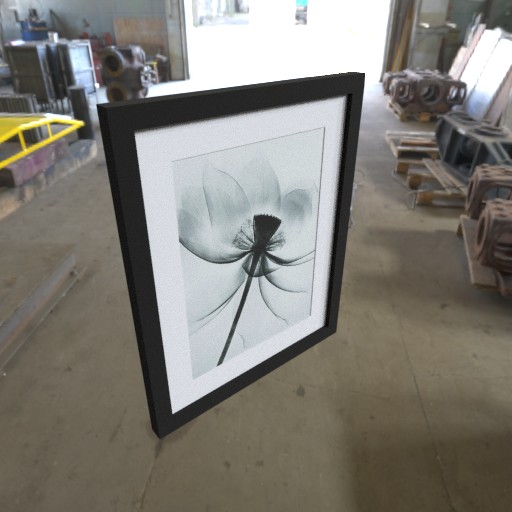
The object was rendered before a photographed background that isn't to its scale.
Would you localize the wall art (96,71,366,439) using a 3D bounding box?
[{"bbox_3d":[0.000,0.000,0.769,0.457,0.559,0.029,-22,36,-33],"label":"wall art"}]
